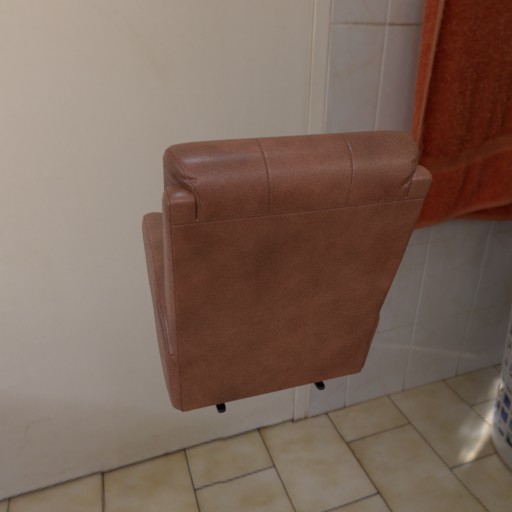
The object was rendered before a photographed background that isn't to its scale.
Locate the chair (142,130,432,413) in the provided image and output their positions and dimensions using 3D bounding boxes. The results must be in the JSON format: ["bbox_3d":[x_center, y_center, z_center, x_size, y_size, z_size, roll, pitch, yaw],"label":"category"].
[{"bbox_3d":[0.000,0.000,1.666,0.787,1.016,0.939,-8,27,-16],"label":"chair"}]
